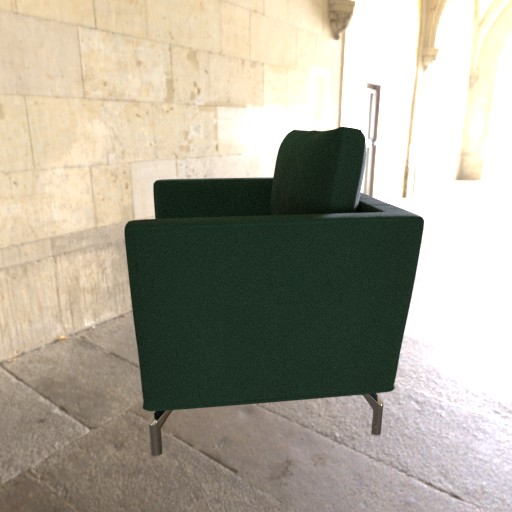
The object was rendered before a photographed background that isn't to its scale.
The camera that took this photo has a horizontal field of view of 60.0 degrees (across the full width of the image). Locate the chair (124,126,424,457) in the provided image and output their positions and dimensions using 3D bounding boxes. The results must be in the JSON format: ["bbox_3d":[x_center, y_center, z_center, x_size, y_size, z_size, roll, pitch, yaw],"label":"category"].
[{"bbox_3d":[0.000,0.000,1.775,0.852,0.997,1.047,-2,16,-7],"label":"chair"}]
